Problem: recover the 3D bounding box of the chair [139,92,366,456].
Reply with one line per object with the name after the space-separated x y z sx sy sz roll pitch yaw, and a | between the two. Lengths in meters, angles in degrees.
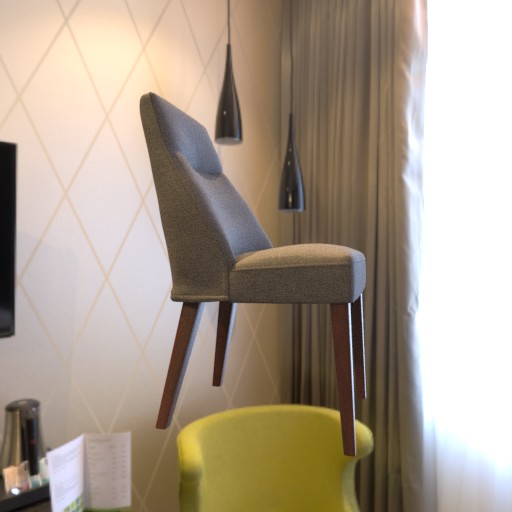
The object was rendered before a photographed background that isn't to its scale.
0.000 0.000 1.328 0.620 0.930 0.500 0 0 17 | chair
